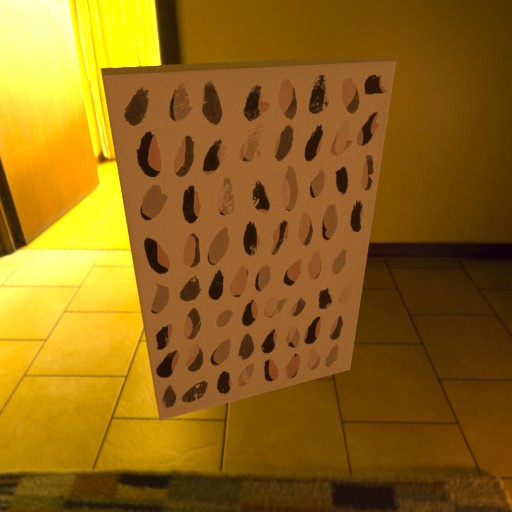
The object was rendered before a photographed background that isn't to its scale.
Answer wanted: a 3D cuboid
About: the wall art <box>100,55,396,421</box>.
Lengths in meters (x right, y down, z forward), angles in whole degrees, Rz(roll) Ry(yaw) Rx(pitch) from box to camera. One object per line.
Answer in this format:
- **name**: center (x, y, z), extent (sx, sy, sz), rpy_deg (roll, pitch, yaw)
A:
- **wall art**: center (0.000, 0.000, 0.475), extent (0.252, 0.381, 0.039), rpy_deg (-10, 32, -16)
